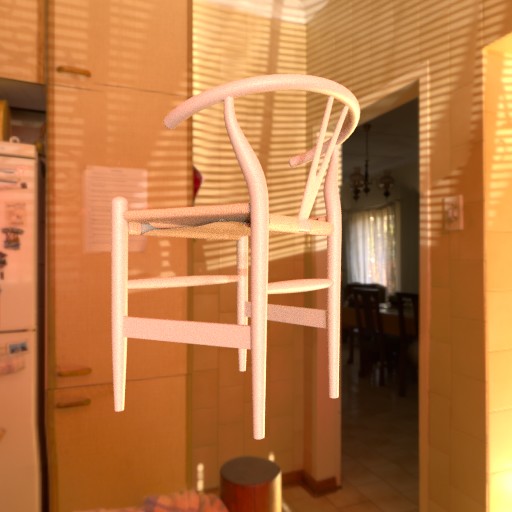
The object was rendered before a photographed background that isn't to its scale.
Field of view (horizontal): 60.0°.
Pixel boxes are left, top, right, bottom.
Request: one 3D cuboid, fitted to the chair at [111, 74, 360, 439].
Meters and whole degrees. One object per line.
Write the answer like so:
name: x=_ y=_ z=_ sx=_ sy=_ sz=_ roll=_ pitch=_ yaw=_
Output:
chair: x=0.000 y=0.000 z=1.109 sx=0.500 sy=0.736 sz=0.533 roll=0 pitch=-1 yaw=37
